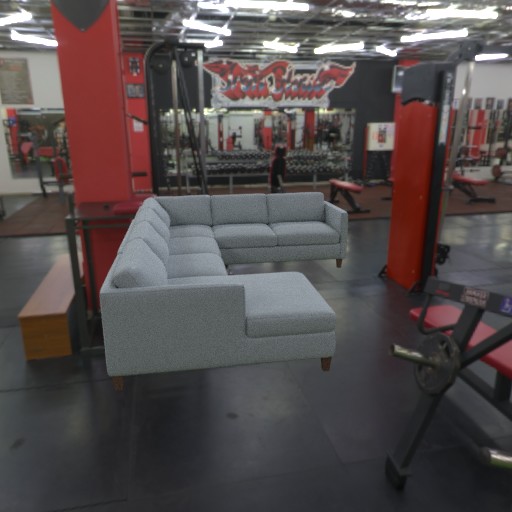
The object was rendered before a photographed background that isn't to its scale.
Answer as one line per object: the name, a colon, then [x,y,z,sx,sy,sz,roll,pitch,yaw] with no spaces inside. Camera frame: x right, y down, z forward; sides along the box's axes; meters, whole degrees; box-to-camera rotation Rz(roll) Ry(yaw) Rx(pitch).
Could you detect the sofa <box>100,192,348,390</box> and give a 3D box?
sofa: [0.000,0.000,4.513,2.551,0.853,3.238,-3,17,-9]
